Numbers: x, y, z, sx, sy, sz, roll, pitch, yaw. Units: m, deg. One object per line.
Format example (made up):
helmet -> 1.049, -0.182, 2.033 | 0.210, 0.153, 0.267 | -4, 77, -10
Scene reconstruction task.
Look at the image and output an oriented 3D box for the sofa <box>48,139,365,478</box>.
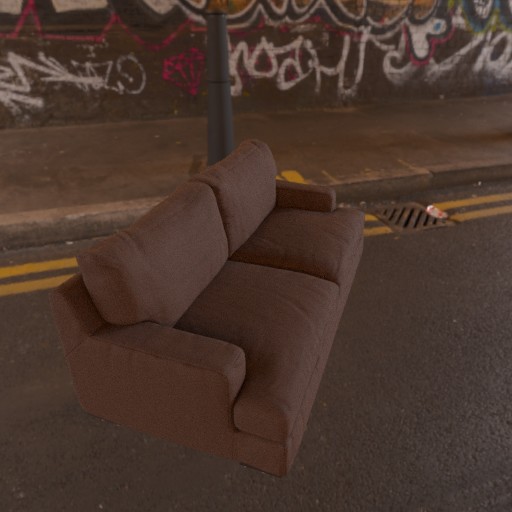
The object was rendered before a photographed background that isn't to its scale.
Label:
sofa -> 0.000, 0.000, 2.816 | 1.140, 0.950, 2.274 | 10, 31, 17
